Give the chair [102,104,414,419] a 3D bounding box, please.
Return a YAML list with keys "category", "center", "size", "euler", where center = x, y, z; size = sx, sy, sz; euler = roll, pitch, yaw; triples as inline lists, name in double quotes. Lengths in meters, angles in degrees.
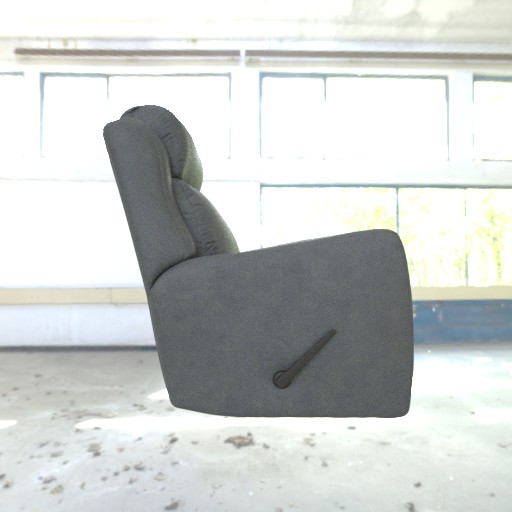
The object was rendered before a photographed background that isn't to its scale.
- category: "chair"
  center: [0.000, 0.000, 1.901]
  size: [1.068, 1.116, 0.967]
  euler: [0, -1, -1]
